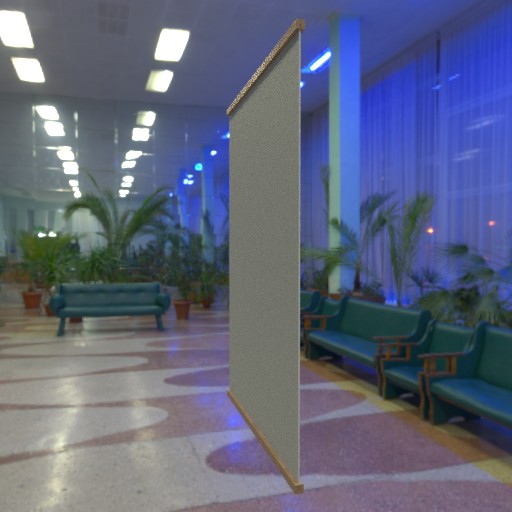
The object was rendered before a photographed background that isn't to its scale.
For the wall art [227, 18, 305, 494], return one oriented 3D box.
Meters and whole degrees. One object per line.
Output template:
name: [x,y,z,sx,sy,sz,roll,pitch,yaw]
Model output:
wall art: [0.000,0.000,1.893,0.030,1.519,0.990,0,1,-17]
